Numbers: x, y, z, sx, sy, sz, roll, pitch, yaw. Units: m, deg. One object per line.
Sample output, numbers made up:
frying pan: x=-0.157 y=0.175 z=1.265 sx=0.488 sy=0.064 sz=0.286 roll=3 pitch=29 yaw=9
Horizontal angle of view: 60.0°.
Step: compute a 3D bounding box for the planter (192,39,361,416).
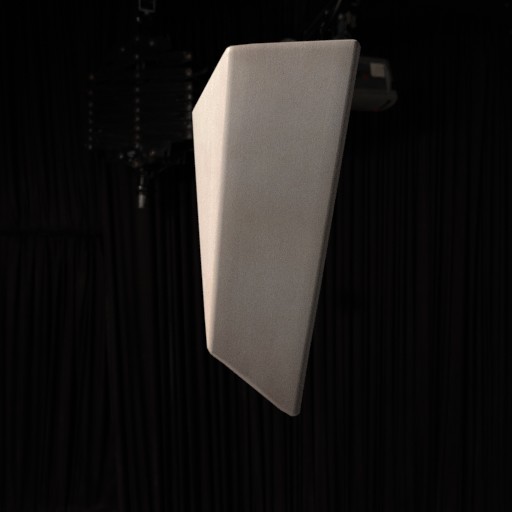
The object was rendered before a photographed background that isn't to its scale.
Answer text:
planter: x=0.000 y=0.000 z=0.265 sx=0.060 sy=0.197 sz=0.150 roll=0 pitch=1 yaw=-17
